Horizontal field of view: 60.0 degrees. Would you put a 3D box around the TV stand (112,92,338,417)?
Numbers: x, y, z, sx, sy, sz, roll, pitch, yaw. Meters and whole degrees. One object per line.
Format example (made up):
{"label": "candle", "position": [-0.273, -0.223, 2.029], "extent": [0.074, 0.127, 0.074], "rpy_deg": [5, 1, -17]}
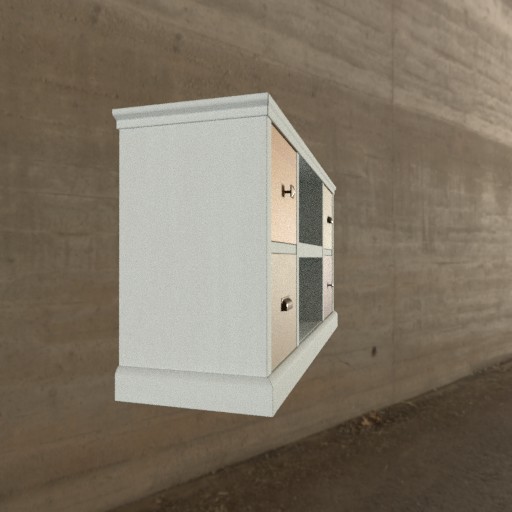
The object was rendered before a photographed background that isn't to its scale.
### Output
{"label": "TV stand", "position": [0.000, 0.000, 1.473], "extent": [0.424, 0.624, 1.187], "rpy_deg": [0, 0, 16]}
